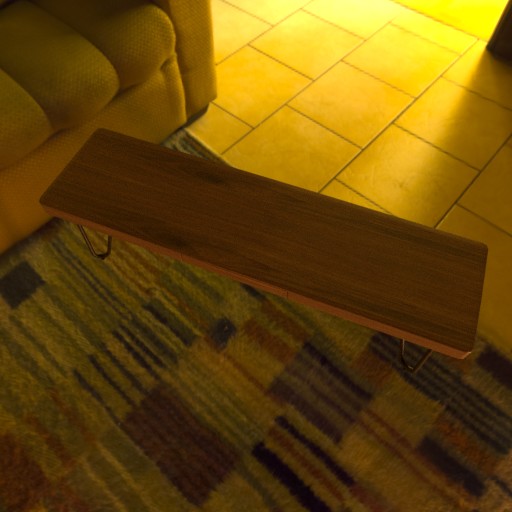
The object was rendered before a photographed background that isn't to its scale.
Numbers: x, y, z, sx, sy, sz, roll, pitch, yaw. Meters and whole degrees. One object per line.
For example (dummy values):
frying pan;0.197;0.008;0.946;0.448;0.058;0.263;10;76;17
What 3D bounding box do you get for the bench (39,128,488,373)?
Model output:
bench;0.000;0.000;1.776;1.570;0.462;0.425;19;61;11
